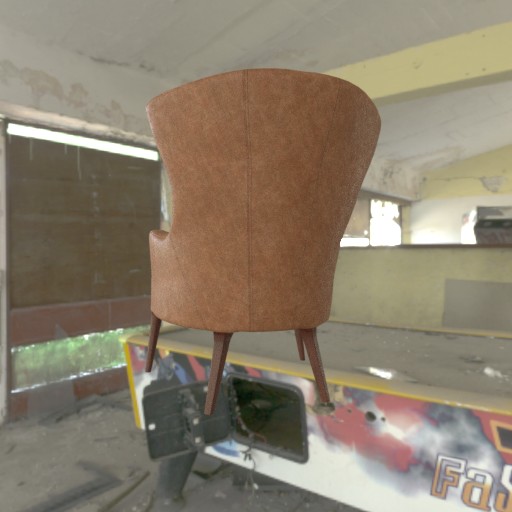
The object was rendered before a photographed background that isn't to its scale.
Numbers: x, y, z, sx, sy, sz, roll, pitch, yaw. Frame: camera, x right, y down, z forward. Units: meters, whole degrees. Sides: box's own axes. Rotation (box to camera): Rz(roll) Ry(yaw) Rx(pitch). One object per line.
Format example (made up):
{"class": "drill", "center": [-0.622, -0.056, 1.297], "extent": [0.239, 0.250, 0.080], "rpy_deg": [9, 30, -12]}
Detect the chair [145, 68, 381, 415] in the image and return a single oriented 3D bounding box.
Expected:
{"class": "chair", "center": [0.000, 0.000, 1.720], "extent": [0.846, 1.067, 0.955], "rpy_deg": [0, 0, -16]}
